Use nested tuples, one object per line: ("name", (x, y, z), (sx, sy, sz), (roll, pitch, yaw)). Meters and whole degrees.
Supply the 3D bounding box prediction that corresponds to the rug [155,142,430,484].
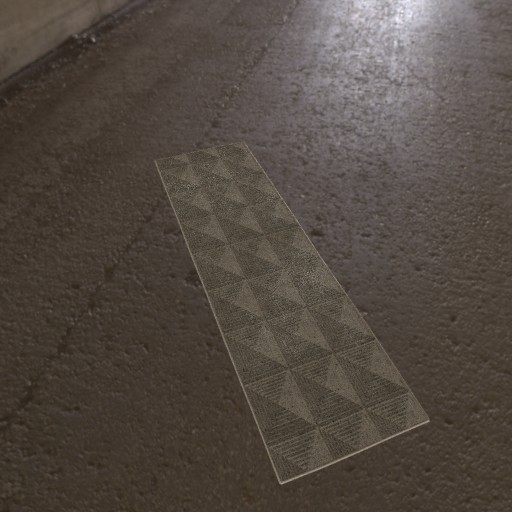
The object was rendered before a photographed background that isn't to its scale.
("rug", (0.000, 0.000, 2.358), (0.645, 0.015, 2.182), (-15, 48, -14))
